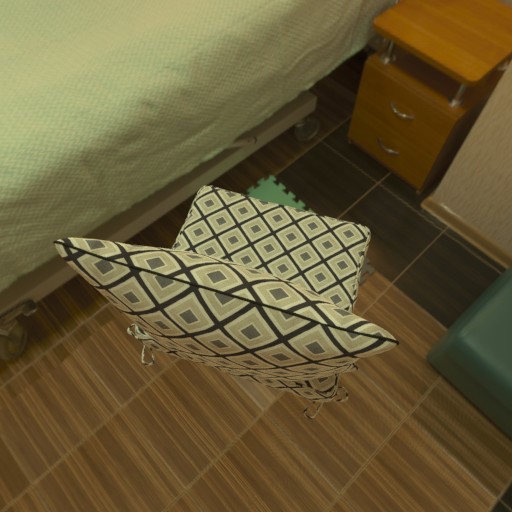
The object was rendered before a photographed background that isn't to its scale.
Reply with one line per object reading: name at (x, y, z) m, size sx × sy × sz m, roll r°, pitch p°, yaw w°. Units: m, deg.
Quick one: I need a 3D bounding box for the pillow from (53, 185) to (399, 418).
pillow at (0.000, 0.000, 1.354) m, size 0.798 × 0.722 × 0.733 m, roll 15°, pitch 63°, yaw 8°
